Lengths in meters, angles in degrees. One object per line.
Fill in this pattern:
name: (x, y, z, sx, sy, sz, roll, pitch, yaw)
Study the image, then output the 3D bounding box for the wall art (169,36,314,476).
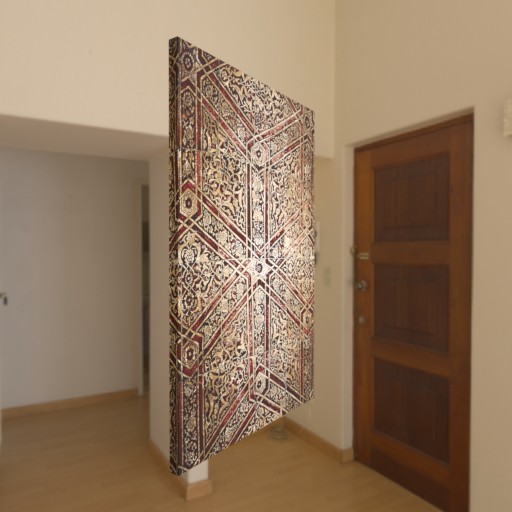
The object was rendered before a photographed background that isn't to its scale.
wall art: (0.000, 0.000, 0.771, 0.020, 0.599, 0.397, 0, 1, 35)
